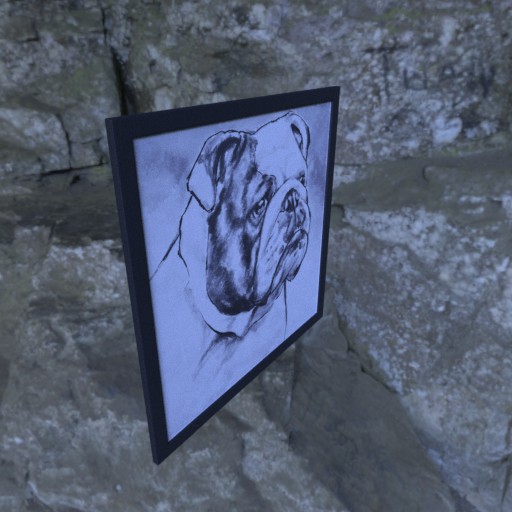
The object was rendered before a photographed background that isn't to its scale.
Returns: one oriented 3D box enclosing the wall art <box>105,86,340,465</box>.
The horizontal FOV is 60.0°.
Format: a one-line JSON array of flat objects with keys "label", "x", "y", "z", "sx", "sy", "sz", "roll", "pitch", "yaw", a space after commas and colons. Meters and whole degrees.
[{"label": "wall art", "x": 0.000, "y": 0.000, "z": 0.825, "sx": 0.012, "sy": 0.558, "sz": 0.562, "roll": 18, "pitch": 31, "yaw": 33}]
